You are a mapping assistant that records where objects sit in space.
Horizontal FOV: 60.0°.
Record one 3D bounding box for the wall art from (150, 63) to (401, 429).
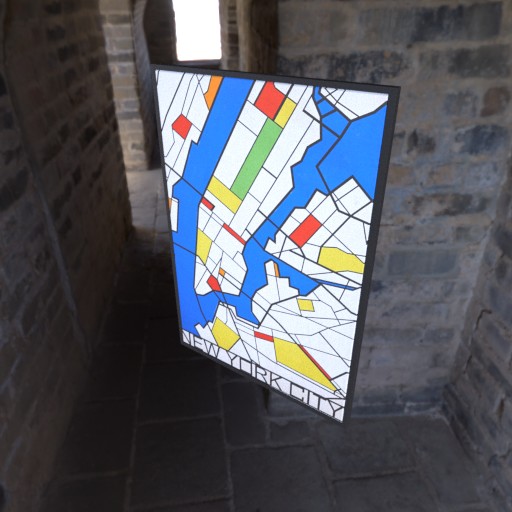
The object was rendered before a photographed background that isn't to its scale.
[{"bbox_3d":[0.000,0.000,0.859,0.460,0.660,0.013,19,35,30],"label":"wall art"}]
